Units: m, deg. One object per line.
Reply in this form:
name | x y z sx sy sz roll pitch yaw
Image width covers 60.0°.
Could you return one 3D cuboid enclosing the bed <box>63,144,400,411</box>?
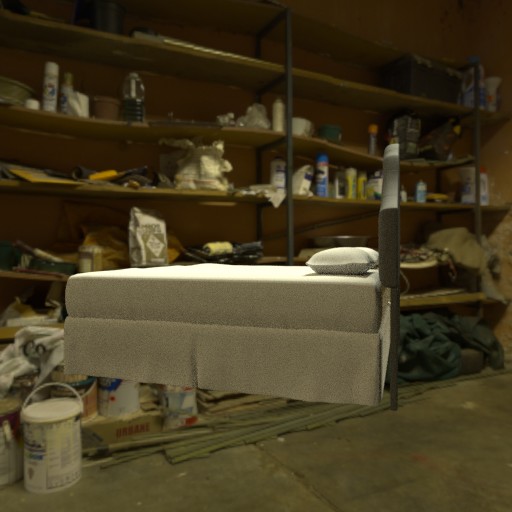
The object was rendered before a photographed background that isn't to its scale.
bed | 0.000 0.000 3.598 2.214 1.615 2.008 0 0 18
